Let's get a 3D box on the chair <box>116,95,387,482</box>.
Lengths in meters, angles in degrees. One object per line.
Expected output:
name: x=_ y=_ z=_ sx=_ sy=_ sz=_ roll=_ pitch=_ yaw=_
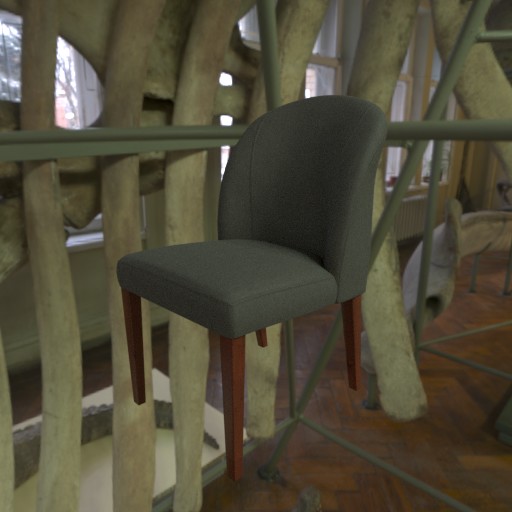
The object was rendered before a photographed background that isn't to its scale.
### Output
chair: x=0.000 y=0.000 z=1.239 sx=0.619 sy=0.879 sz=0.506 roll=-15 pitch=22 yaw=-43
